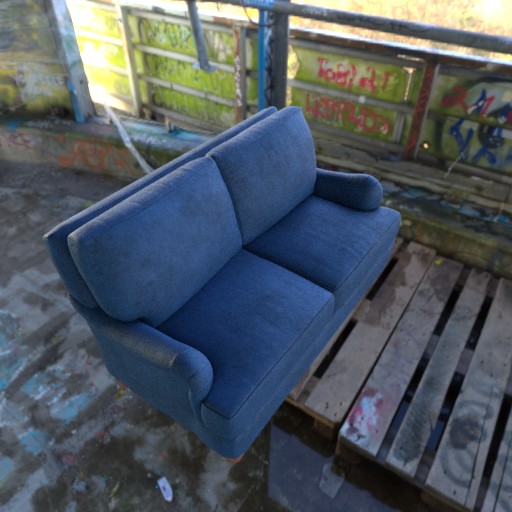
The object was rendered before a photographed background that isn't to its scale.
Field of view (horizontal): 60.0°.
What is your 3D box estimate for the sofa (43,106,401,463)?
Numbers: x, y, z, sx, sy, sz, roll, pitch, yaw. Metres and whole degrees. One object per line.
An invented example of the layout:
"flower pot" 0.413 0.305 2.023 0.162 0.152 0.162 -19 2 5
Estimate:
"sofa" 0.000 0.000 2.541 1.084 1.101 1.853 25 47 26
